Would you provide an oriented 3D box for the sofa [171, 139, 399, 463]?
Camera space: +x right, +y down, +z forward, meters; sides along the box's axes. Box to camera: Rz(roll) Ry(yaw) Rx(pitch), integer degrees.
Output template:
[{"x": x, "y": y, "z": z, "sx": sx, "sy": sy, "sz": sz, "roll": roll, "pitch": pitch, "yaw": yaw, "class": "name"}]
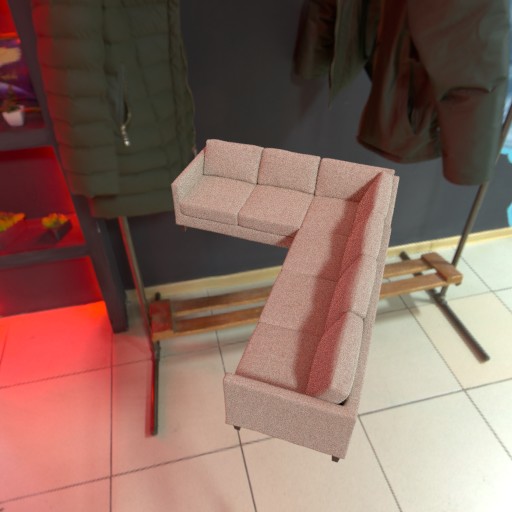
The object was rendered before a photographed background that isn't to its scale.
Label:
[{"x": 0.000, "y": 0.000, "z": 4.399, "sx": 2.432, "sy": 0.863, "sz": 3.182, "roll": 13, "pitch": 42, "yaw": 14, "class": "sofa"}]
